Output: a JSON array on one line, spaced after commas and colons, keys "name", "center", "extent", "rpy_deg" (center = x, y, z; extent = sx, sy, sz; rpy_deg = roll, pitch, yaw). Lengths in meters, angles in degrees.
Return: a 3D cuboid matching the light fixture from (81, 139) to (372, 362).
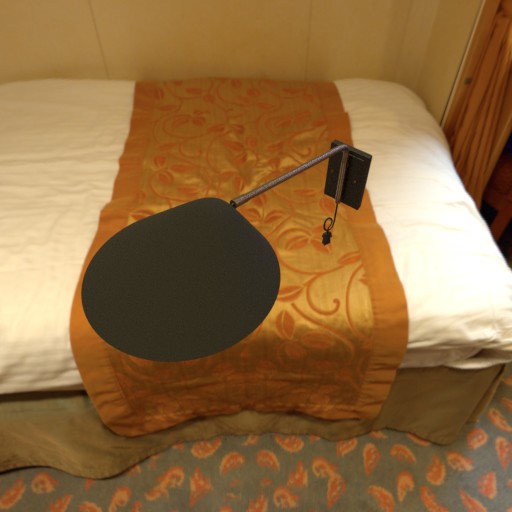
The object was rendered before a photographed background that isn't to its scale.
[{"name": "light fixture", "center": [0.000, 0.000, 0.673], "extent": [0.240, 0.312, 0.516], "rpy_deg": [32, 55, 26]}]
